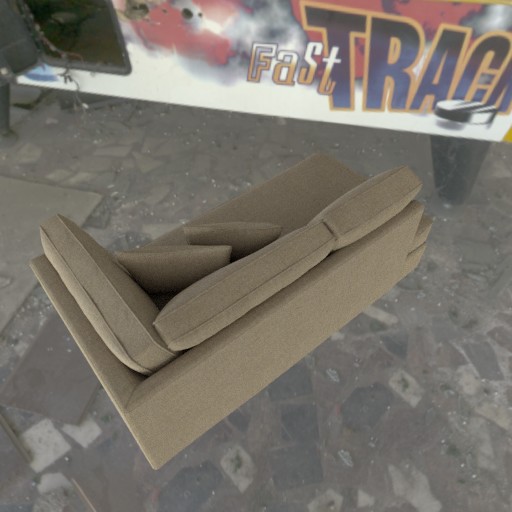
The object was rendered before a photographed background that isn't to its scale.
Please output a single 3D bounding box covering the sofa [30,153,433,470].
[{"bbox_3d":[0.000,0.000,2.737,2.238,1.019,1.110,-31,56,-25],"label":"sofa"}]
